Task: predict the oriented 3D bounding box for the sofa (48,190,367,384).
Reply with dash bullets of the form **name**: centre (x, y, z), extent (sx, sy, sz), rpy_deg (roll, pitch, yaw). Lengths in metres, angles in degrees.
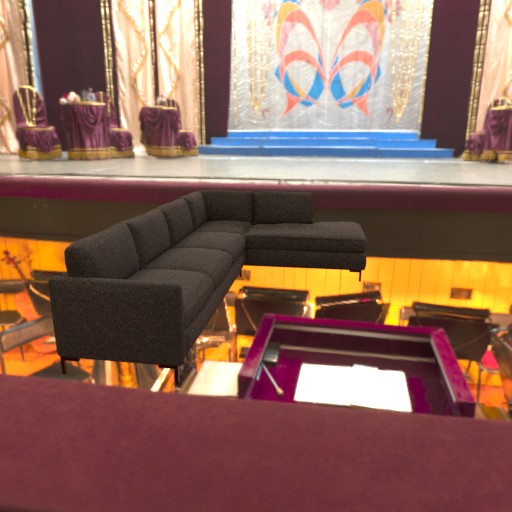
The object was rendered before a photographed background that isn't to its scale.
- **sofa**: centre (0.000, 0.000, 3.843), extent (2.007, 0.815, 2.949), rpy_deg (2, 15, 9)
